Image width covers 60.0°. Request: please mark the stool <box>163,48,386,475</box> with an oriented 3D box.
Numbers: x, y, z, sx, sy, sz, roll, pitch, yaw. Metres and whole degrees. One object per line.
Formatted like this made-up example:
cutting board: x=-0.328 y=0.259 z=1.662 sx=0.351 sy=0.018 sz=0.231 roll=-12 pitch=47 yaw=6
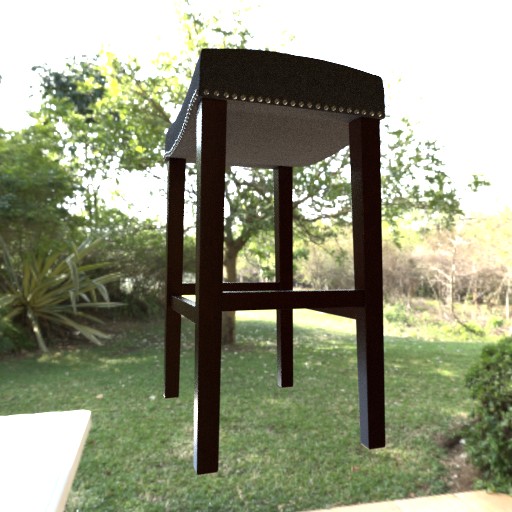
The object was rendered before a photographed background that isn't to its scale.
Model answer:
stool: x=0.000 y=0.000 z=1.024 sx=0.372 sy=0.742 sz=0.504 roll=0 pitch=-1 yaw=-18
